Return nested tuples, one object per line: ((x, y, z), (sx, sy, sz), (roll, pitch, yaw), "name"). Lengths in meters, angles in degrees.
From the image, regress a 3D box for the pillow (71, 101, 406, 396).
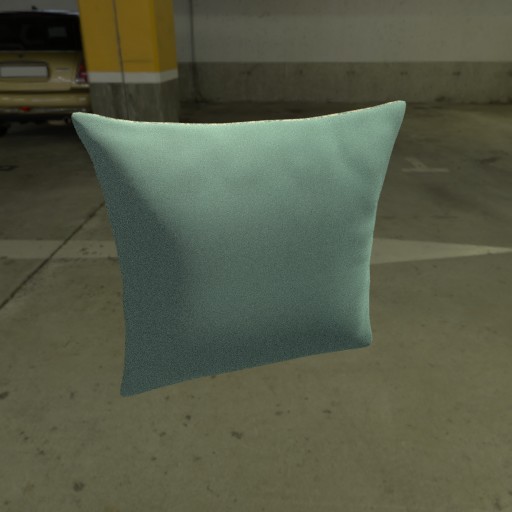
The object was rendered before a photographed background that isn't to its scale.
((0.000, 0.000, 0.782), (0.526, 0.507, 0.166), (-8, 26, -16), "pillow")
